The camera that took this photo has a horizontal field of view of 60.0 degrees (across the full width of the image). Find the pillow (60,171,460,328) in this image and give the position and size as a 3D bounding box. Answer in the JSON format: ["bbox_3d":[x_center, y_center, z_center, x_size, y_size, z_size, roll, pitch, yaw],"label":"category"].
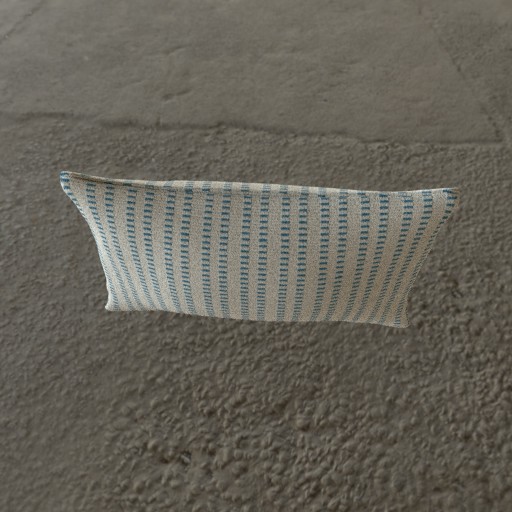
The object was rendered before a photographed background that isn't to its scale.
[{"bbox_3d":[0.000,0.000,0.821,0.640,0.353,0.210,3,47,3],"label":"pillow"}]
